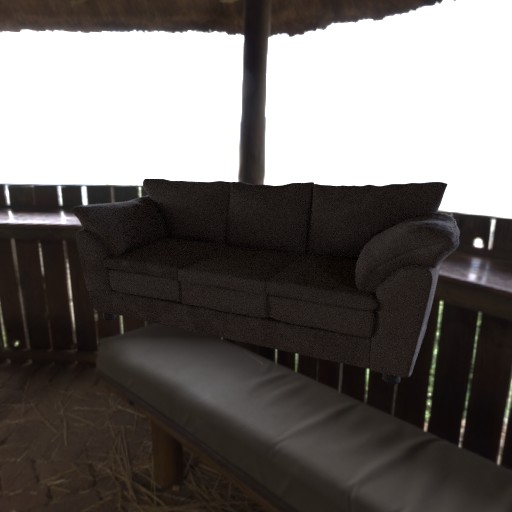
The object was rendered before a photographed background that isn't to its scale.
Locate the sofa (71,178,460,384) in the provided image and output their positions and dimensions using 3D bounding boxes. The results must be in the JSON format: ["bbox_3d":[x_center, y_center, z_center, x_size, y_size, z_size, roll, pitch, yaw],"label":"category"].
[{"bbox_3d":[0.000,0.000,2.861,2.377,0.981,0.893,7,15,26],"label":"sofa"}]
